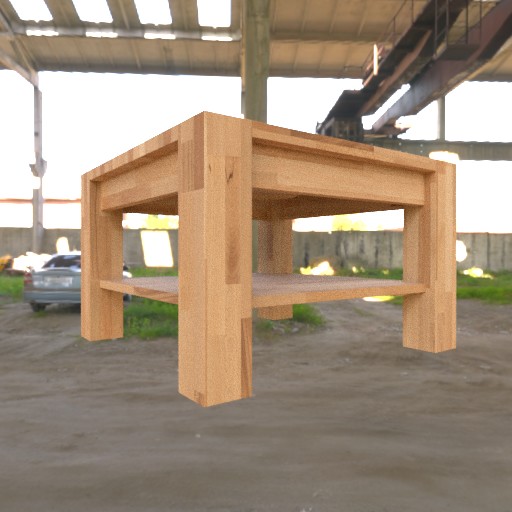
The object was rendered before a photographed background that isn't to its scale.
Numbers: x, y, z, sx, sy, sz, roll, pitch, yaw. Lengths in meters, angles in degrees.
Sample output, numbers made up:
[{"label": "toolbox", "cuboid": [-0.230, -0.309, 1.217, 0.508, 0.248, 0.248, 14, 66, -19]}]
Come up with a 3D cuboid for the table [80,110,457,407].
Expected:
[{"label": "table", "cuboid": [0.000, 0.000, 1.158, 0.700, 0.451, 0.700, 0, 1, -36]}]
